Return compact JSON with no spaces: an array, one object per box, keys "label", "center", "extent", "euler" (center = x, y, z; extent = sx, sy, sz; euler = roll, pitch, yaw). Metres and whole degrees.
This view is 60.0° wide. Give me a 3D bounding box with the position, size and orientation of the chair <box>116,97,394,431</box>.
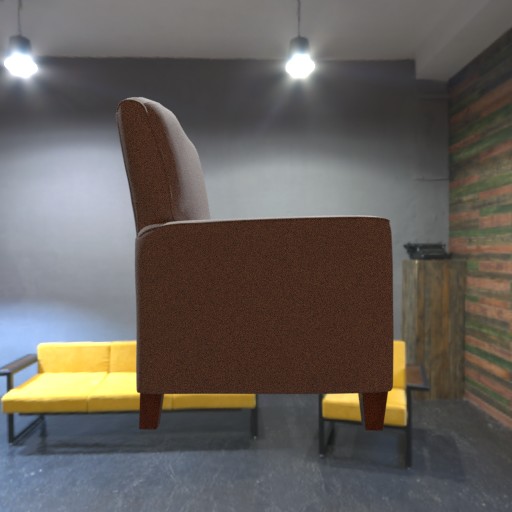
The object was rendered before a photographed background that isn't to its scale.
[{"label":"chair","center":[0.000,0.000,1.676],"extent":[0.859,1.023,0.845],"euler":[0,0,0]}]
